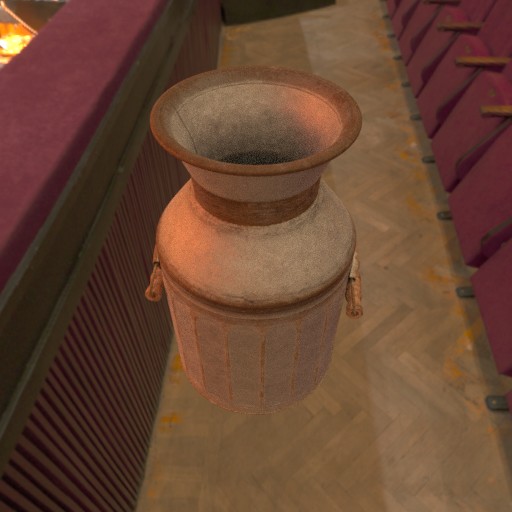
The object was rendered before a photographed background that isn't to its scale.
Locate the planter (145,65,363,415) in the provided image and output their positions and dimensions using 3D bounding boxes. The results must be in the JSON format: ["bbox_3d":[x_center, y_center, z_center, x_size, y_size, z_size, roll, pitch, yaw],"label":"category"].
[{"bbox_3d":[0.000,0.000,0.502,0.248,0.358,0.215,5,47,4],"label":"planter"}]
